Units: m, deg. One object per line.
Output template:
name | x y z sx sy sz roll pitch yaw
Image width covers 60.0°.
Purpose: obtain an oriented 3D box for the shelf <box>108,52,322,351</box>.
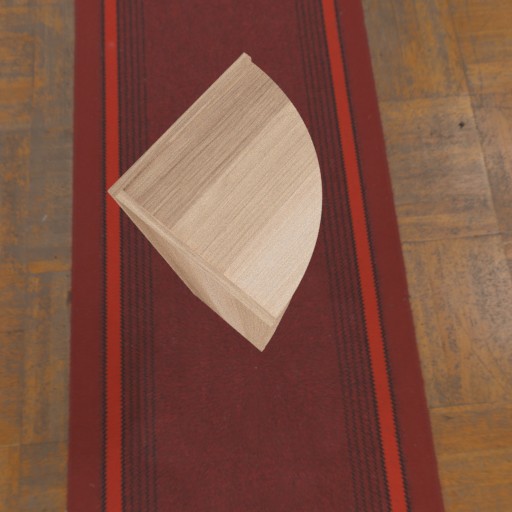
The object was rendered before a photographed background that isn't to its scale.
shelf | 0.000 0.000 1.036 0.290 0.872 0.290 39 79 9
